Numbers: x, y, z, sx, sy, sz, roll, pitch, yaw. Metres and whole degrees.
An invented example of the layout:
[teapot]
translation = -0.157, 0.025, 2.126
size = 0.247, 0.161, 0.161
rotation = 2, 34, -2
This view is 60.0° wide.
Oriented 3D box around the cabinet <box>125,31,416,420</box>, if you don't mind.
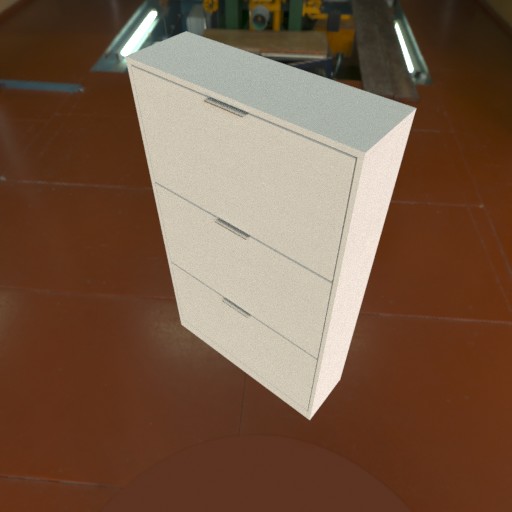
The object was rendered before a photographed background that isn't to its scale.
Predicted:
[cabinet]
translation = 0.000, 0.000, 1.580
size = 0.750, 1.280, 0.250
rotation = 30, 54, 26
